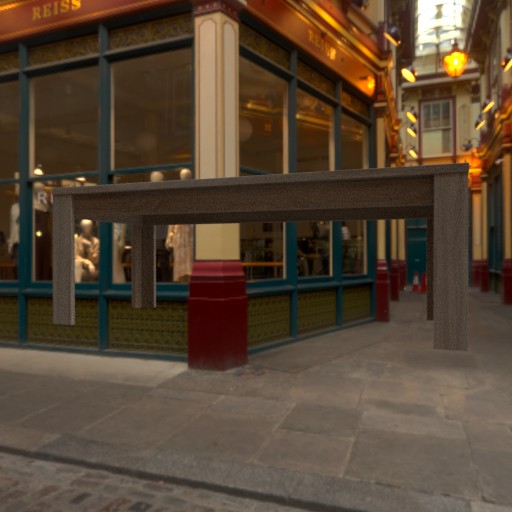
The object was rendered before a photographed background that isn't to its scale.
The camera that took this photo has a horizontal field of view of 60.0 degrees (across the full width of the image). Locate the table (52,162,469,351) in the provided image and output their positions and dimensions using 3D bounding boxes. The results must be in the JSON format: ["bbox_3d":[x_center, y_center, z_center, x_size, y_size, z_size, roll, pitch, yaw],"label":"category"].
[{"bbox_3d":[0.000,0.000,2.641,2.200,0.790,0.900,0,0,19],"label":"table"}]
